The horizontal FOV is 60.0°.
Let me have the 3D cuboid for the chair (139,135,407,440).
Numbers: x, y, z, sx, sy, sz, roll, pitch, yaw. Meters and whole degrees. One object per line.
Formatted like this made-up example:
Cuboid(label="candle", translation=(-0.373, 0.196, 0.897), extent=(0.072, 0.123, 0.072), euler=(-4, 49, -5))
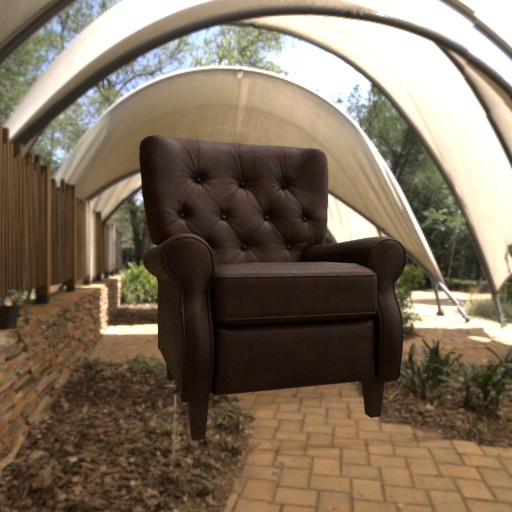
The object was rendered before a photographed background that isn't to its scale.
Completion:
Cuboid(label="chair", translation=(0.000, 0.000, 1.909), extent=(0.948, 1.158, 1.058), euler=(0, 0, -18))
